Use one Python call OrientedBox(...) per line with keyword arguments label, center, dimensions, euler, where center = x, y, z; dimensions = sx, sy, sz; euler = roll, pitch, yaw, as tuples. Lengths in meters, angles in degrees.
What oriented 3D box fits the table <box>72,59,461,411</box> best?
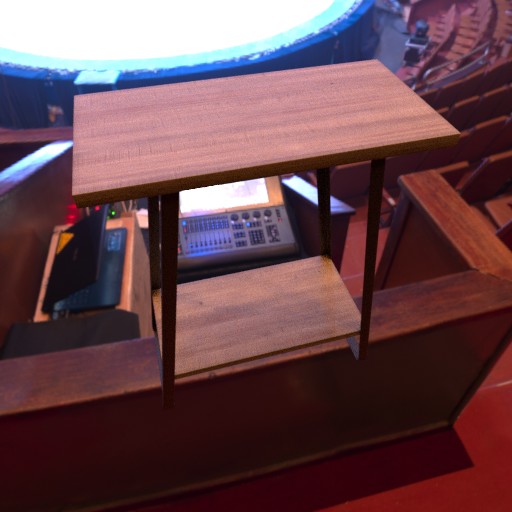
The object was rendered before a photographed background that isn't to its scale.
OrientedBox(label="table", center=(0.000, 0.000, 1.007), dimensions=(0.599, 0.701, 0.300), euler=(-11, 47, -11))
